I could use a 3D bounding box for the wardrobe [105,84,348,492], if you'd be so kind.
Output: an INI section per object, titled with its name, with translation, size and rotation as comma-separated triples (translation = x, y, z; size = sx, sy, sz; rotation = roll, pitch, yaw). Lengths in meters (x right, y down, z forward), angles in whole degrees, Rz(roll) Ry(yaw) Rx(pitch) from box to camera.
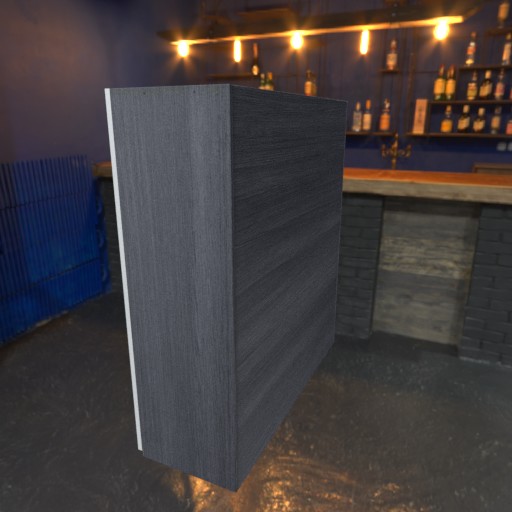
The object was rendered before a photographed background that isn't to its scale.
[wardrobe]
translation = 0.000, 0.000, 2.877
size = 0.629, 1.960, 1.780
rotation = 8, 19, 24
